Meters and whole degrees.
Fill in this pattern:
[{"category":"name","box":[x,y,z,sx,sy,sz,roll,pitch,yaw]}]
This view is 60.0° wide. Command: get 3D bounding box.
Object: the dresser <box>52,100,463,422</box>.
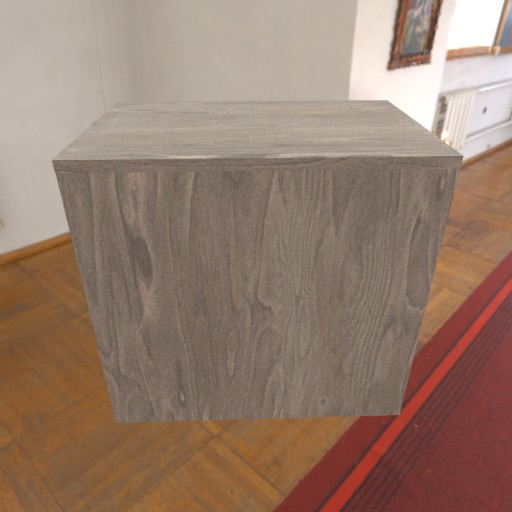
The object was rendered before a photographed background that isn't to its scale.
[{"category":"dresser","box":[0.000,0.000,1.292,0.809,0.762,0.529,-1,31,-2]}]
